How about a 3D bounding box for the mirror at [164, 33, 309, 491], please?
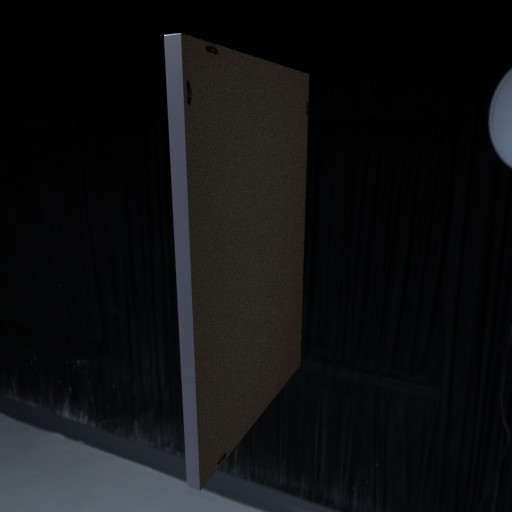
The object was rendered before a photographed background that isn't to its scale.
[{"bbox_3d":[0.000,0.000,1.118,0.040,0.915,0.609,8,17,25],"label":"mirror"}]
